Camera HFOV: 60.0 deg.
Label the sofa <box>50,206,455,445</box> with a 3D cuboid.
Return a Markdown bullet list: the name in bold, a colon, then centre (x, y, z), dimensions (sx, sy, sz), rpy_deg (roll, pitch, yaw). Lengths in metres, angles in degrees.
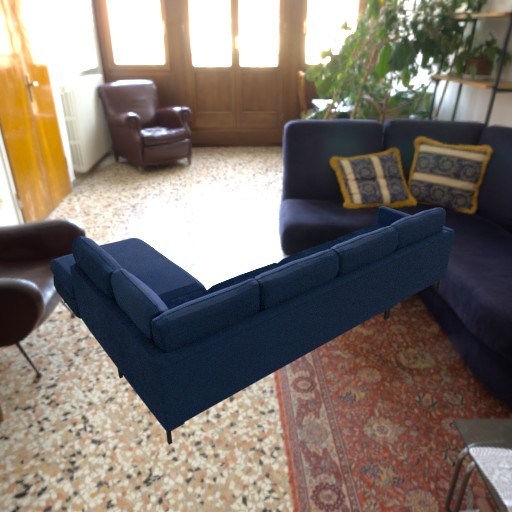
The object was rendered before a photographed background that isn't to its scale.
- **sofa**: centre (0.000, 0.000, 3.285), dimensions (2.486, 0.687, 1.707), rpy_deg (-20, 33, -34)
